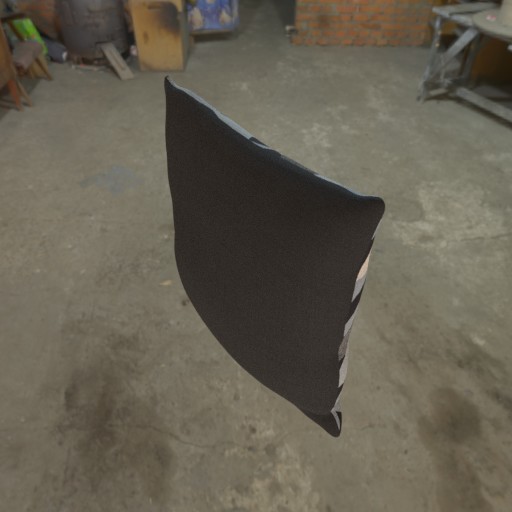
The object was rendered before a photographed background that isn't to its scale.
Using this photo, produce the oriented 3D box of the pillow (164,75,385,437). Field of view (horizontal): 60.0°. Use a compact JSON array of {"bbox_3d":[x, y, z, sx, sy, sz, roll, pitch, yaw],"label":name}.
[{"bbox_3d":[0.000,0.000,0.771,0.208,0.496,0.503,-26,48,-26],"label":"pillow"}]
